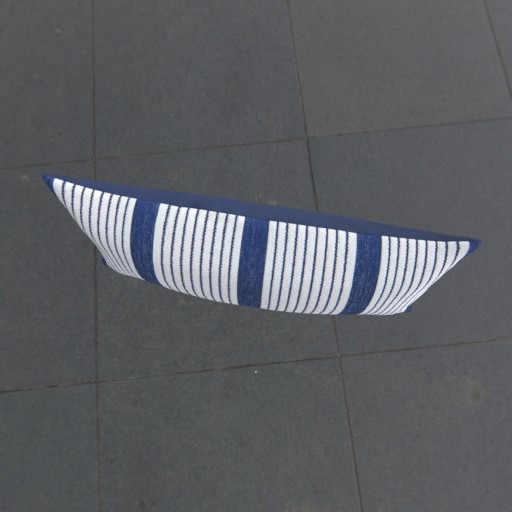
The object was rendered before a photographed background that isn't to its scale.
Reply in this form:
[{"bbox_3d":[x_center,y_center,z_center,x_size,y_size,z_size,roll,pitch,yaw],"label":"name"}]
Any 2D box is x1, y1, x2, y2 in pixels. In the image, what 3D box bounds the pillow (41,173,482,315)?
[{"bbox_3d":[0.000,0.000,0.731,0.608,0.292,0.156,9,76,2],"label":"pillow"}]
